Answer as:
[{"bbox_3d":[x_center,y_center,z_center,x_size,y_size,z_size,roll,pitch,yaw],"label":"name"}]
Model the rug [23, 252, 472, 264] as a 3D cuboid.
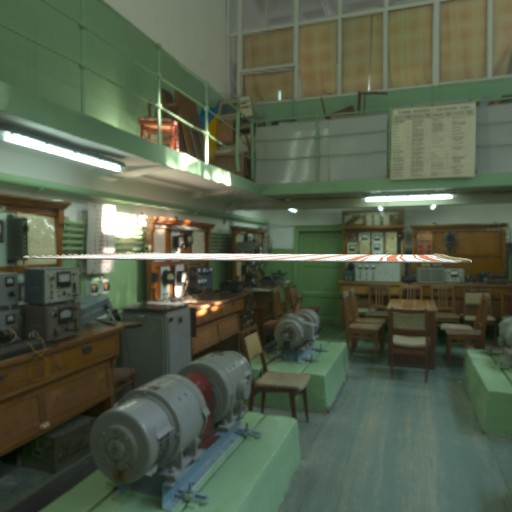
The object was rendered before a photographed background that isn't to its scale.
[{"bbox_3d":[0.000,0.000,2.983,2.433,0.022,1.556,0,1,17],"label":"rug"}]
